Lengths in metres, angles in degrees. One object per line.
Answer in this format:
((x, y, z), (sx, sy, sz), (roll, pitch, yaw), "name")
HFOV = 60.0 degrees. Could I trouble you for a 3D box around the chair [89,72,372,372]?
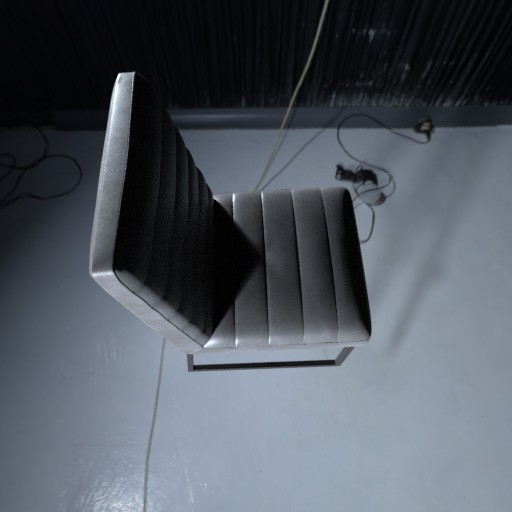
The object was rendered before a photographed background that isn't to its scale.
((0.000, 0.000, 1.300), (0.634, 0.930, 0.520), (-2, 64, -1), "chair")
